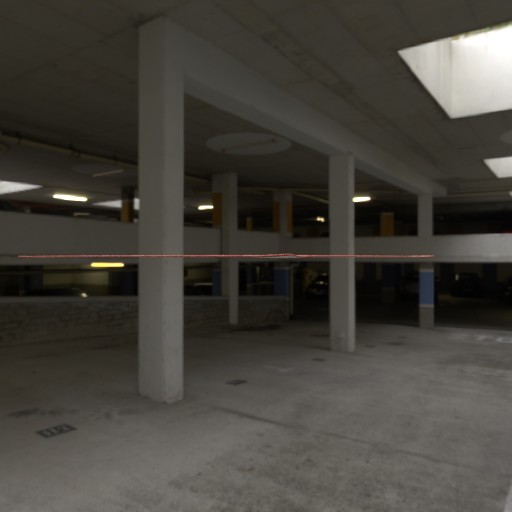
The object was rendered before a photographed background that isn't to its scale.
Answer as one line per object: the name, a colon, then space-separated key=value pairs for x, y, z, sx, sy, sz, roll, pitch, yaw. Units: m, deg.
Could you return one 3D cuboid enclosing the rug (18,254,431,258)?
rug: x=0.000 y=0.000 z=4.083 sx=2.489 sy=0.030 sz=3.086 roll=0 pitch=0 yaw=34
